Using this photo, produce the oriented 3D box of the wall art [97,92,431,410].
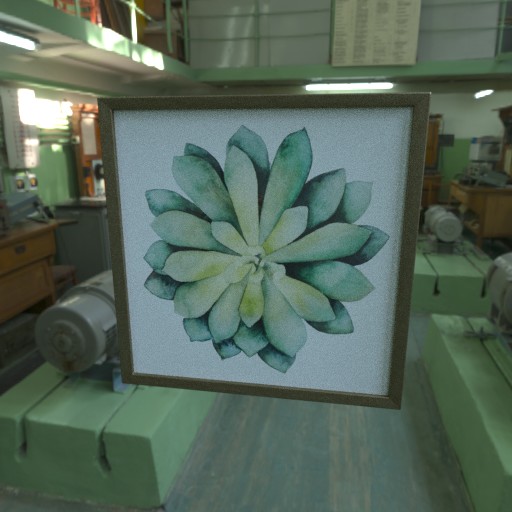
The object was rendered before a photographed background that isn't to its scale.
[{"bbox_3d":[0.000,0.000,0.743,0.503,0.506,0.040,3,15,9],"label":"wall art"}]
